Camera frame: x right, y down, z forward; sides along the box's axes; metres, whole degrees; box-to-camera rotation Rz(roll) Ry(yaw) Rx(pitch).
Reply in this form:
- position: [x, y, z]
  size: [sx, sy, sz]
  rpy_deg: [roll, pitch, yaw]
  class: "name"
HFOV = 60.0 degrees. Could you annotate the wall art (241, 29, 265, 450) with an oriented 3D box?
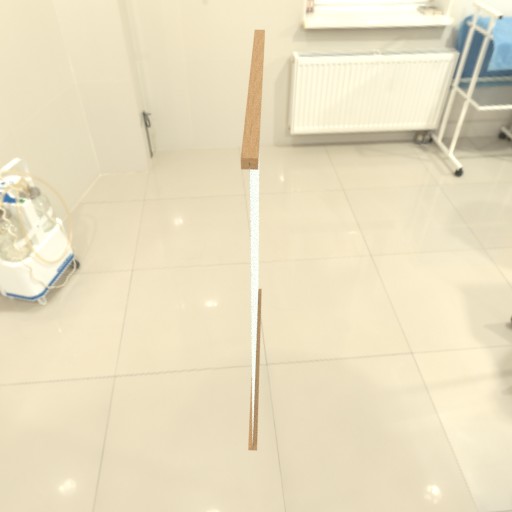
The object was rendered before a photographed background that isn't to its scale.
- position: [0.000, 0.000, 0.639]
  size: [0.013, 0.510, 0.335]
  rpy_deg: [1, 42, 1]
  class: "wall art"
